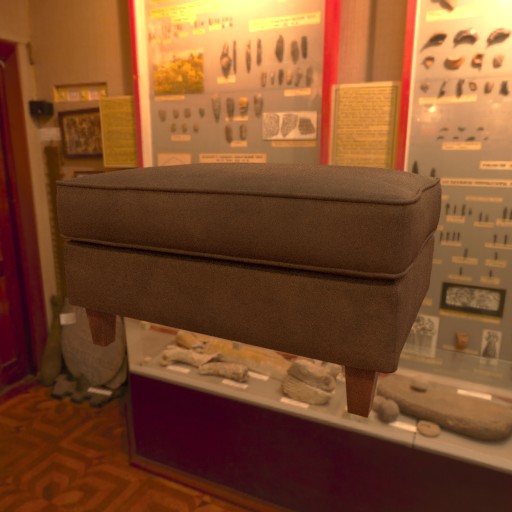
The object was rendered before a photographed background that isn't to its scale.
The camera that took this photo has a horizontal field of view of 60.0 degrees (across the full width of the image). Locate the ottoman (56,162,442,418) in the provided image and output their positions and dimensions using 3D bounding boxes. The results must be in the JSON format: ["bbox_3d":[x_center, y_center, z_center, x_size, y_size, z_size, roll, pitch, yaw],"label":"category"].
[{"bbox_3d":[0.000,0.000,1.183,0.860,0.481,0.596,7,15,26],"label":"ottoman"}]
